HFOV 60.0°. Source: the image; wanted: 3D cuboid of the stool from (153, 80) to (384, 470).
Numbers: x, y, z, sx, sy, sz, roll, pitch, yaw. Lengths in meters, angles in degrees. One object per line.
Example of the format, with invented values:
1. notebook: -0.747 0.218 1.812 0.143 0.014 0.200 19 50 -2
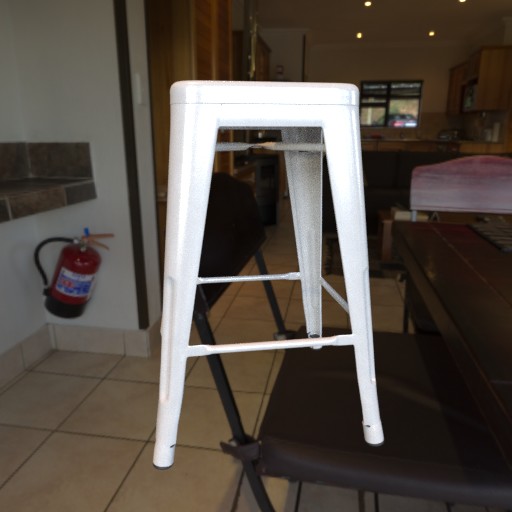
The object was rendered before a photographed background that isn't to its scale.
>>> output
1. stool: 0.000 0.000 0.868 0.406 0.610 0.406 -2 15 -9
